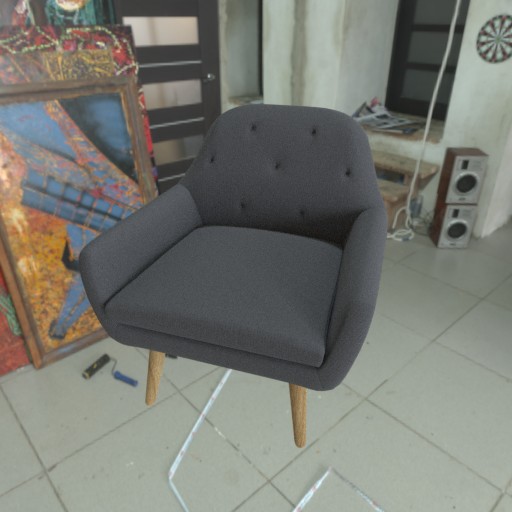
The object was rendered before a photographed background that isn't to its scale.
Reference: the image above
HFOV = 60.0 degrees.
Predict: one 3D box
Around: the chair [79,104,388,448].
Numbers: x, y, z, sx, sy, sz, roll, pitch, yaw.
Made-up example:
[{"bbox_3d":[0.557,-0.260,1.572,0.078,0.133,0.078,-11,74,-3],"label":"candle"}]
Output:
[{"bbox_3d":[0.000,0.000,1.398,0.770,0.800,0.779,9,30,16],"label":"chair"}]
